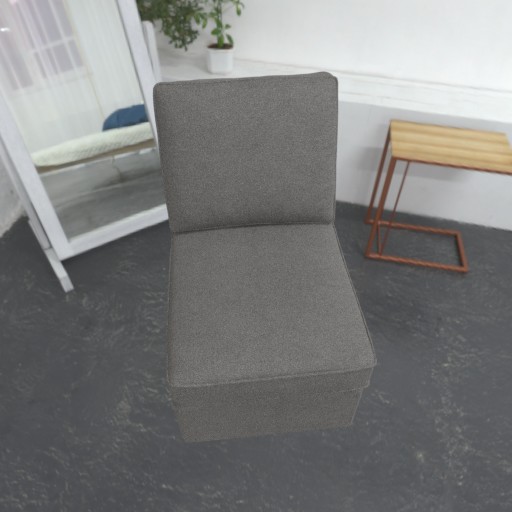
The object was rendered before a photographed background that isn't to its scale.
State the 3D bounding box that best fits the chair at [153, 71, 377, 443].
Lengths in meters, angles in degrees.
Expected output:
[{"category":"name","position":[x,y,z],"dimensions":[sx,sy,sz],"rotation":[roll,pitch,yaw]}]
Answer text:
[{"category":"chair","position":[0.000,0.000,1.539],"dimensions":[0.621,0.970,0.938],"rotation":[-4,46,-4]}]
